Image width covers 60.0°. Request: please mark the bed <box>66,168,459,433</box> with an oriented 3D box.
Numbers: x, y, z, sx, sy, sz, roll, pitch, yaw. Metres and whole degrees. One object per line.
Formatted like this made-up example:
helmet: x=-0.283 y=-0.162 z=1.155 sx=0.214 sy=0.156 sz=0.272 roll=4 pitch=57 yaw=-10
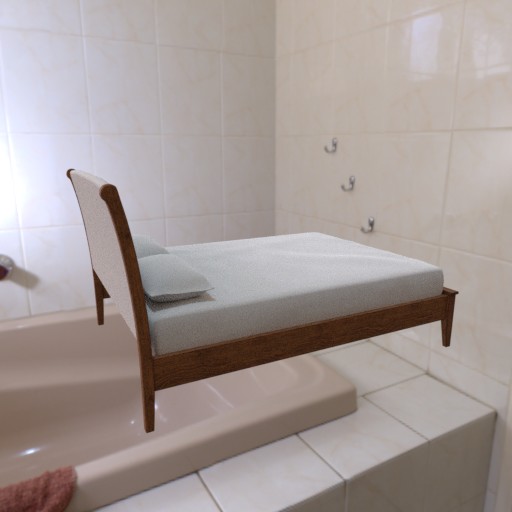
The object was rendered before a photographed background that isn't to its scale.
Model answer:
bed: x=0.000 y=0.000 z=2.933 sx=2.108 sy=1.135 sz=1.502 roll=-7 pitch=15 yaw=-26
